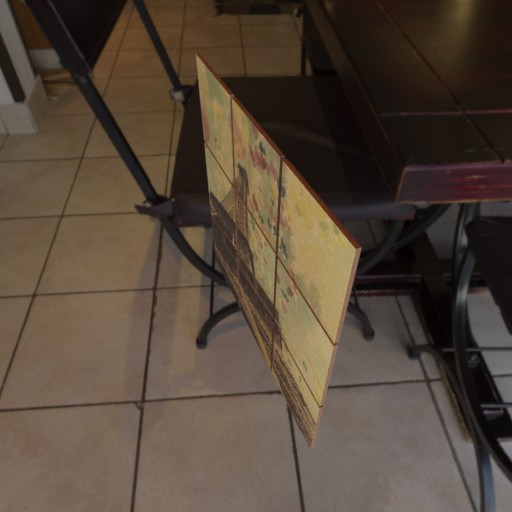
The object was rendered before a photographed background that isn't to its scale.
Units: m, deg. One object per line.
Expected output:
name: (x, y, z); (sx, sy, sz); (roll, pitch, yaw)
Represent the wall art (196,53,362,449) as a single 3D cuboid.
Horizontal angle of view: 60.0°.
wall art: (0.000, 0.000, 1.905); (0.017, 1.246, 1.256); (-17, 48, -16)
